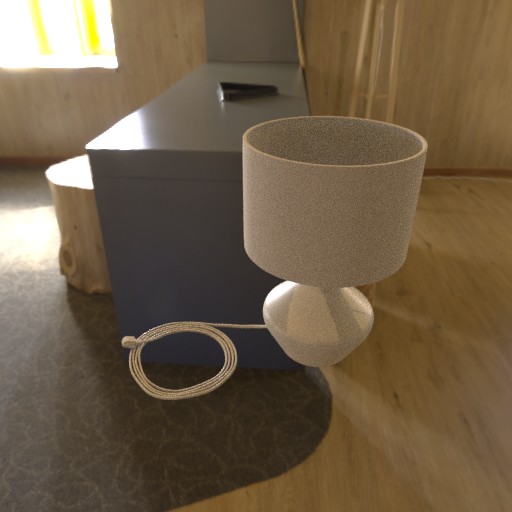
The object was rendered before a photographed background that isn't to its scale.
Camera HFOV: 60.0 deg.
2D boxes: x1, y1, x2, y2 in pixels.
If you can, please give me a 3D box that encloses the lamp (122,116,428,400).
[{"bbox_3d":[0.000,0.000,0.856,0.546,0.457,0.401,10,32,16],"label":"lamp"}]
